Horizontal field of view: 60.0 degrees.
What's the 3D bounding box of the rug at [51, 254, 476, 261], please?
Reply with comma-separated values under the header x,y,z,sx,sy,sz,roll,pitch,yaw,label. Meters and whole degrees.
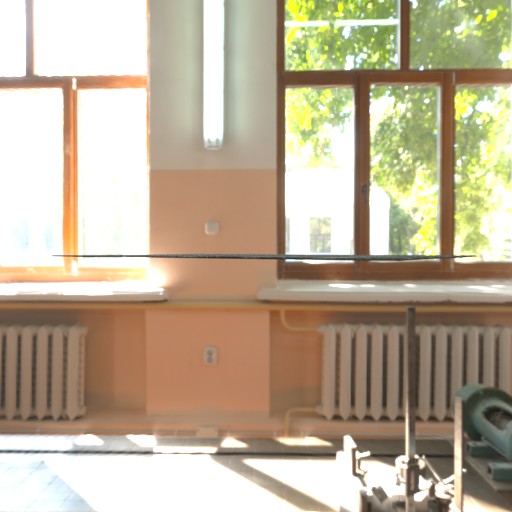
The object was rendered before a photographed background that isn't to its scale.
x,y,z,sx,sy,sz,roll,pitch,yaw,label
0.000,0.000,2.967,2.434,0.015,1.520,0,1,36,rug
